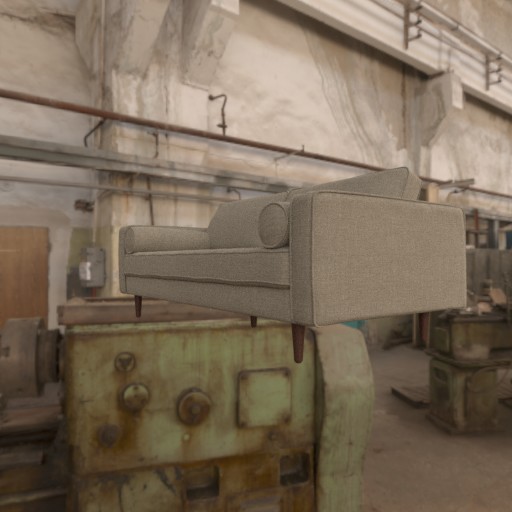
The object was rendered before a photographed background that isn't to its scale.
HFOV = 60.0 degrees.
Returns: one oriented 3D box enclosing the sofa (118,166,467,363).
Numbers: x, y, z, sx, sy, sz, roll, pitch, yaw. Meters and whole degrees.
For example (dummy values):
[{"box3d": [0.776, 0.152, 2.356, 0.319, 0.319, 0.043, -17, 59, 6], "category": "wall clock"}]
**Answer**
[{"box3d": [0.000, 0.000, 2.380, 0.914, 0.762, 1.879, 0, -1, -35], "category": "sofa"}]
